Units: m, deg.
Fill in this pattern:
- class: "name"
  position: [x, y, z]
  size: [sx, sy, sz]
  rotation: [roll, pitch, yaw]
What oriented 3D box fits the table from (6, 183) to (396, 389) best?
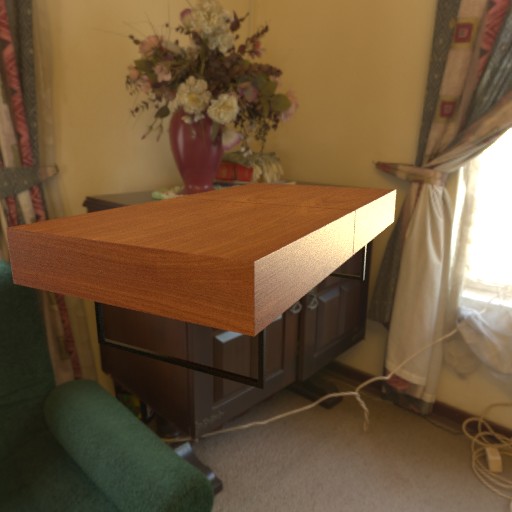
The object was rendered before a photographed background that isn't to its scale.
- class: "table"
  position: [0.000, 0.000, 1.384]
  size: [0.610, 0.330, 1.194]
  rotation: [7, 16, 26]
